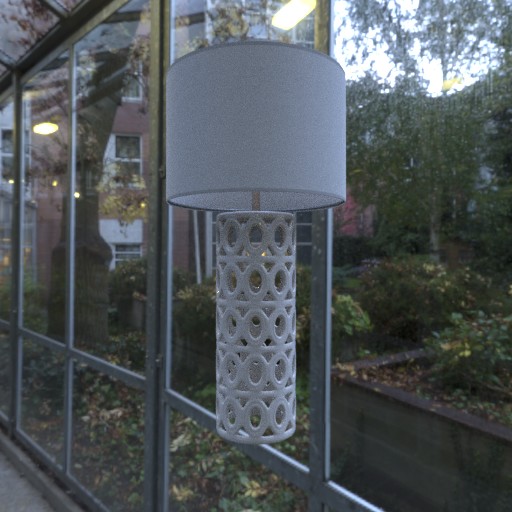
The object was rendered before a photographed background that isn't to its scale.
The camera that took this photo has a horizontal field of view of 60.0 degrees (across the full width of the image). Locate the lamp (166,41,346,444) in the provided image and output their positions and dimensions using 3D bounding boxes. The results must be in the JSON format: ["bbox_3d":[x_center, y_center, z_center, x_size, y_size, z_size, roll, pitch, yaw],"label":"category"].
[{"bbox_3d":[0.000,0.000,0.817,0.325,0.636,0.324,0,0,-17],"label":"lamp"}]
